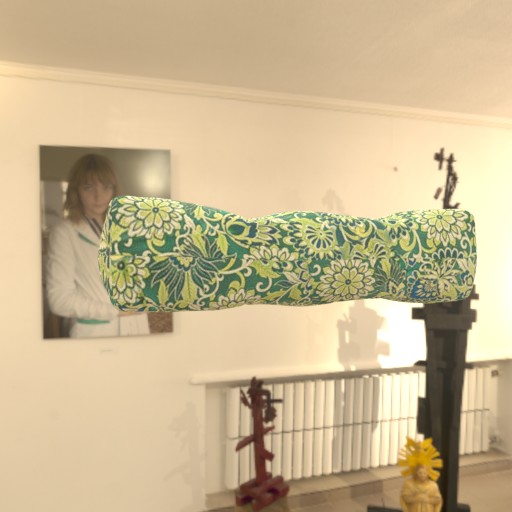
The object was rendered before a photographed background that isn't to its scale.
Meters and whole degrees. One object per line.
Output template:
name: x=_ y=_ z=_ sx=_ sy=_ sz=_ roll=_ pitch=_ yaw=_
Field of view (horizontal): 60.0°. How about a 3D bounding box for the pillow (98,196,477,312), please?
pillow: x=0.000 y=0.000 z=0.723 sx=0.468 sy=0.128 sz=0.490 roll=0 pitch=0 yaw=-17
